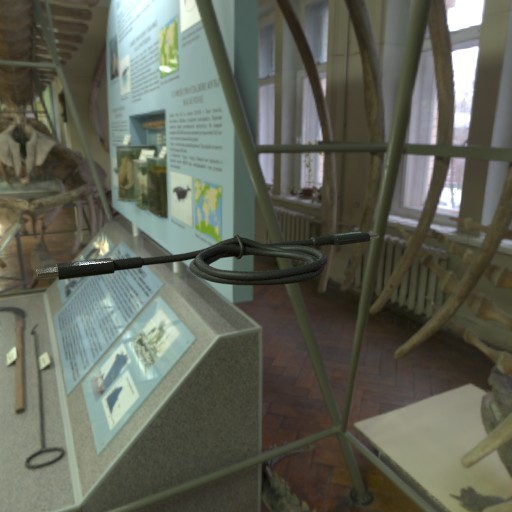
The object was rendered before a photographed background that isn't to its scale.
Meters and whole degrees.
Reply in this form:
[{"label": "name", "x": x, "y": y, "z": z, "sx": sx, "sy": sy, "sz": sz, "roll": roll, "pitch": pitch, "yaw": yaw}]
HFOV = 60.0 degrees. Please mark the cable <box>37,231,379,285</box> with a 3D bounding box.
[{"label": "cable", "x": 0.000, "y": 0.000, "z": 0.228, "sx": 0.203, "sy": 0.014, "sz": 0.070, "roll": -7, "pitch": 16, "yaw": -26}]
